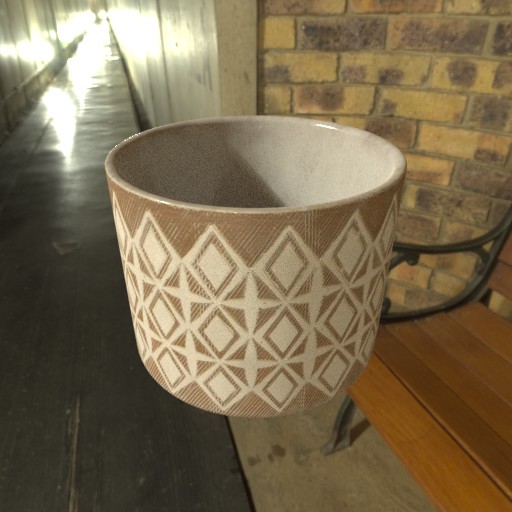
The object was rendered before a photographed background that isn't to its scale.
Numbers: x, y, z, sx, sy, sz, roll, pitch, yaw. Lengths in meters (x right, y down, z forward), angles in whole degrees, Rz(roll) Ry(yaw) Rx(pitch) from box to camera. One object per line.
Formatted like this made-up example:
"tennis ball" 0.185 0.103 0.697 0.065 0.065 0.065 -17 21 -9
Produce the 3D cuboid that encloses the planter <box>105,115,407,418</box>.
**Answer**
"planter" 0.000 0.000 0.337 0.193 0.165 0.193 0 31 0
